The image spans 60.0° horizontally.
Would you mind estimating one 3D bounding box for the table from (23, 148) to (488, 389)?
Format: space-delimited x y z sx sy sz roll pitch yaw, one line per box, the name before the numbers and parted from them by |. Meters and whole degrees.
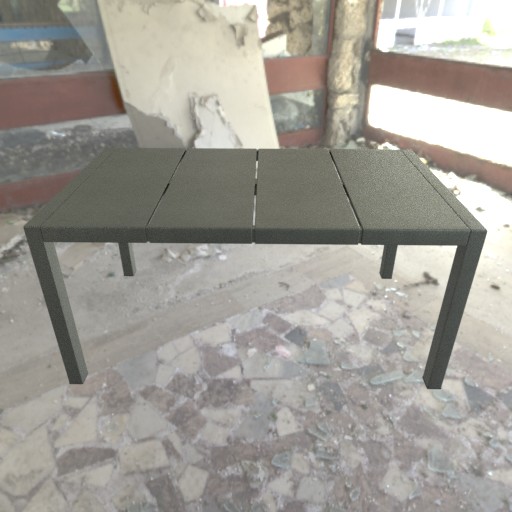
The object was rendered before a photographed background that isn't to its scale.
table | 0.000 0.000 1.273 0.965 0.460 0.559 1 30 1
